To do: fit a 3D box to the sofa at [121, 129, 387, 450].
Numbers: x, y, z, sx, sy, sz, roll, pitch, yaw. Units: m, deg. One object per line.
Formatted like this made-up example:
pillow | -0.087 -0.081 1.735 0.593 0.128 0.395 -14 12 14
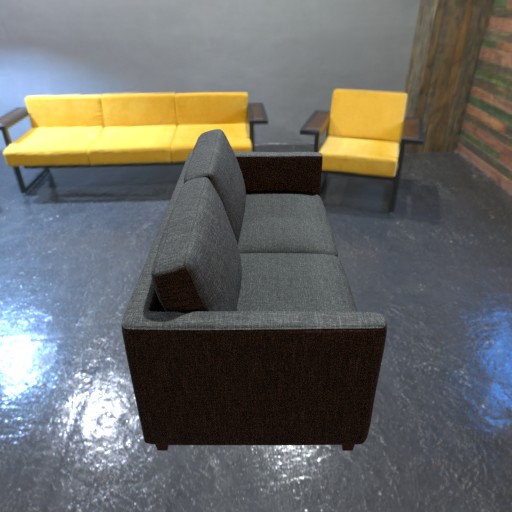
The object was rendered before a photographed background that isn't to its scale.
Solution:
sofa | 0.000 0.000 2.427 0.950 0.963 1.884 0 31 0
